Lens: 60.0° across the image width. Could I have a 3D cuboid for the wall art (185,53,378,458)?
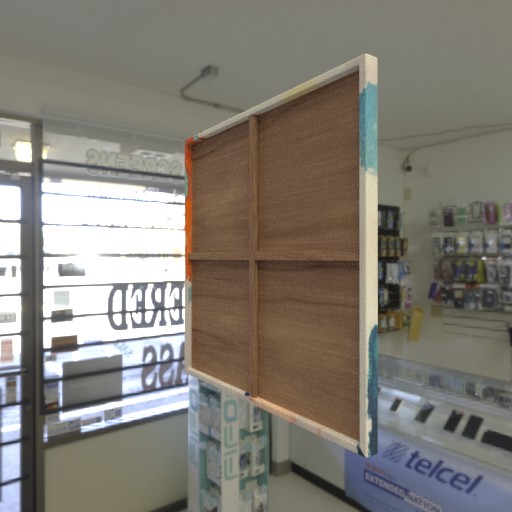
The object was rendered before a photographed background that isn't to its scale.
[{"bbox_3d":[0.000,0.000,1.231,0.037,0.814,0.814,0,0,-35],"label":"wall art"}]
